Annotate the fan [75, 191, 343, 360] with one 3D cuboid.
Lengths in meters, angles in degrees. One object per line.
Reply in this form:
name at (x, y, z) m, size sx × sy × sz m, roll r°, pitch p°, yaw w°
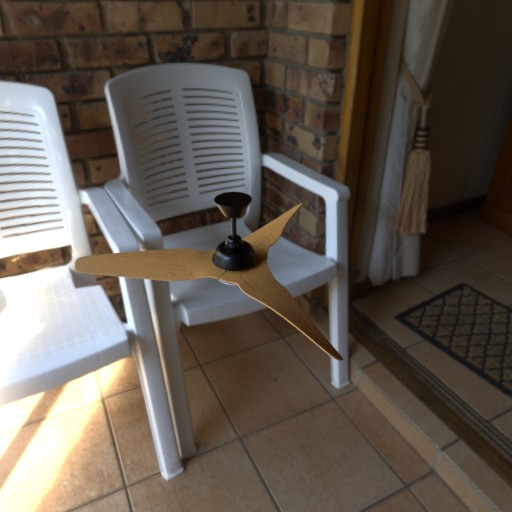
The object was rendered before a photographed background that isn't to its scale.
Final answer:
fan at (0.000, 0.000, 1.666) m, size 1.142 × 0.355 × 1.010 m, roll -18°, pitch 35°, yaw -28°
